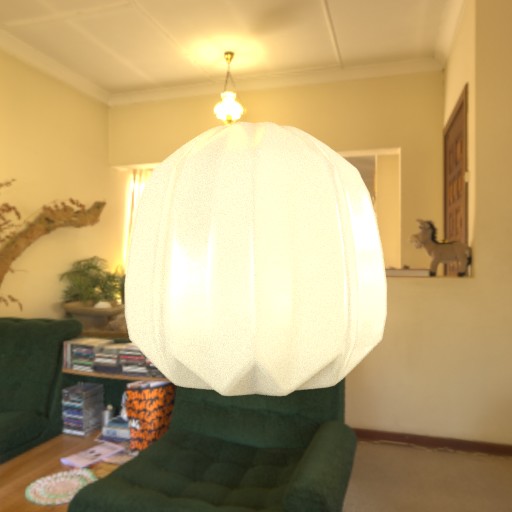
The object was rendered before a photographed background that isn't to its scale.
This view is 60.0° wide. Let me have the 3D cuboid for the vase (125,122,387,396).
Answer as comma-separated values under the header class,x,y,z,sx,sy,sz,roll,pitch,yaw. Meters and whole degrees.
class,x,y,z,sx,sy,sz,roll,pitch,yaw
vase,0.000,0.000,0.244,0.139,0.134,0.139,0,0,0
